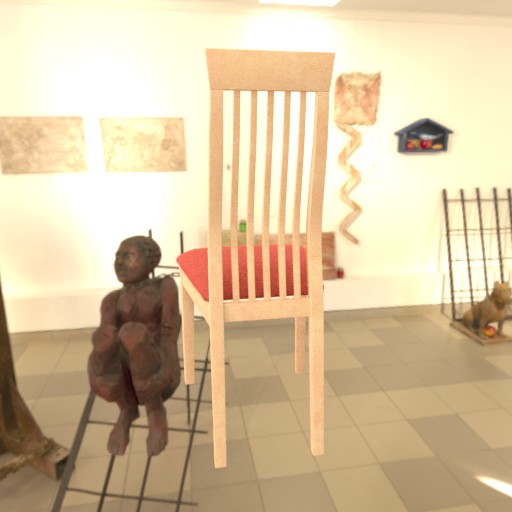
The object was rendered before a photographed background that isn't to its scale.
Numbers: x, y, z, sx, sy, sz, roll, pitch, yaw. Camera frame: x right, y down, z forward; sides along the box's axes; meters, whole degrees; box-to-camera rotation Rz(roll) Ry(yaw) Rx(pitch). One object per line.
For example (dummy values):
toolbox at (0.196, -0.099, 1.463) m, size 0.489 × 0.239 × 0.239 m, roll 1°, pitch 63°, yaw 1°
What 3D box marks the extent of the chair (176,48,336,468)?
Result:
chair at (0.000, 0.000, 1.283) m, size 0.460 × 1.027 × 0.474 m, roll -3°, pitch 15°, yaw -10°
